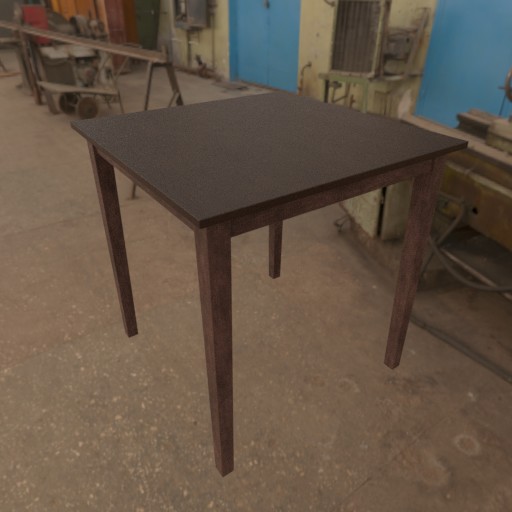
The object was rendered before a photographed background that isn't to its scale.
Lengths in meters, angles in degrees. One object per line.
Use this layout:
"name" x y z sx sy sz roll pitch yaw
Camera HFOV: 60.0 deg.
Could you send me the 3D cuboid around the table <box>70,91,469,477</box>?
"table" 0.000 0.000 1.364 0.749 0.770 0.749 -20 37 -29
